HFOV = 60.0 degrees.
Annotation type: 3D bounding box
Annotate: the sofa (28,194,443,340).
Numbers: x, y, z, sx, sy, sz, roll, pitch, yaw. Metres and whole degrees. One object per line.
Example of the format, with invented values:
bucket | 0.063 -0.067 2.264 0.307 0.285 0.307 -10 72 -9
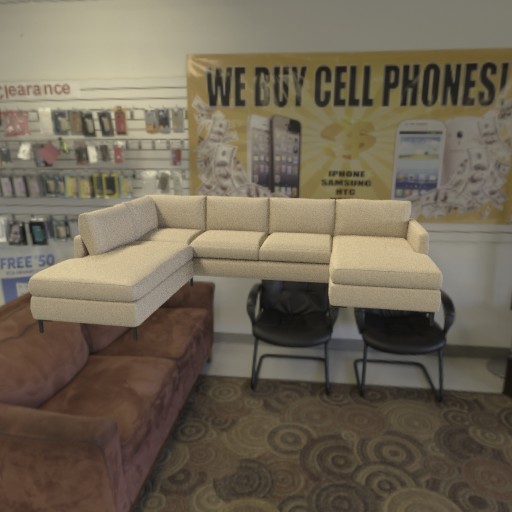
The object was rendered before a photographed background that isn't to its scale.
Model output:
sofa | 0.000 0.000 3.551 2.737 0.756 1.879 3 15 10
